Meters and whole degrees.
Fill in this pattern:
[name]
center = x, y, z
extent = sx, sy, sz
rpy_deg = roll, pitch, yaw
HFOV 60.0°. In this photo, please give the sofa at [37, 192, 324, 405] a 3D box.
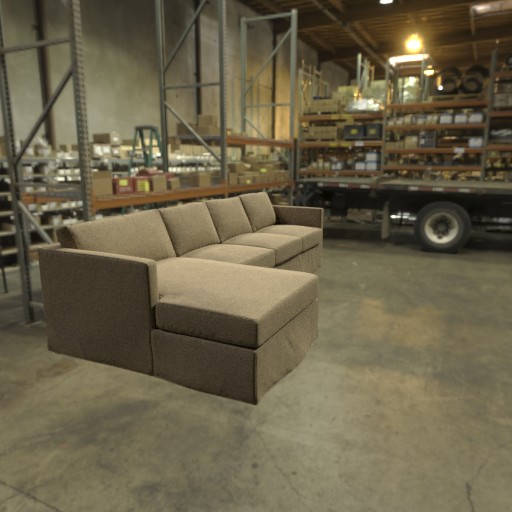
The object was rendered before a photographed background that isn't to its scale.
[sofa]
center = 0.000, 0.000, 3.956
extent = 1.638, 0.920, 3.198
rpy_deg = 6, 14, 26
